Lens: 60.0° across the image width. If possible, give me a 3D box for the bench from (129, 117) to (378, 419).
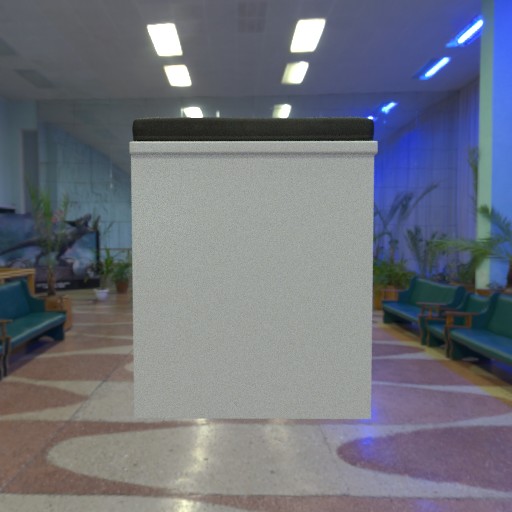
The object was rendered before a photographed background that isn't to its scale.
[{"bbox_3d":[0.000,0.000,1.169,0.401,0.500,0.899,0,3,1],"label":"bench"}]
